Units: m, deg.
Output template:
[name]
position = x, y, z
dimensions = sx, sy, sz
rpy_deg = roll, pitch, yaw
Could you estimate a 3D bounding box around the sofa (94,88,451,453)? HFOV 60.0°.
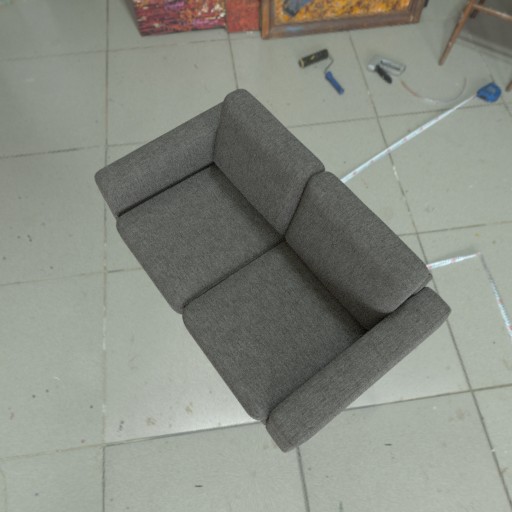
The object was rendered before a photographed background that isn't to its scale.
[sofa]
position = 0.000, 0.000, 2.084
dimensions = 0.900, 0.800, 1.520
rpy_deg = -34, 69, -16
